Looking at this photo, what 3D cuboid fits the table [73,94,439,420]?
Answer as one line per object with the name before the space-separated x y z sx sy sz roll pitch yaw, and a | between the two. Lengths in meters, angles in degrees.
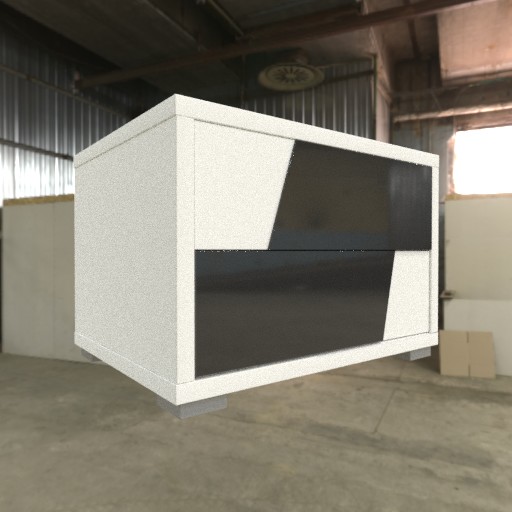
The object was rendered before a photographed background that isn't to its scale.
table | 0.000 0.000 0.792 0.517 0.357 0.399 -1 1 -37
